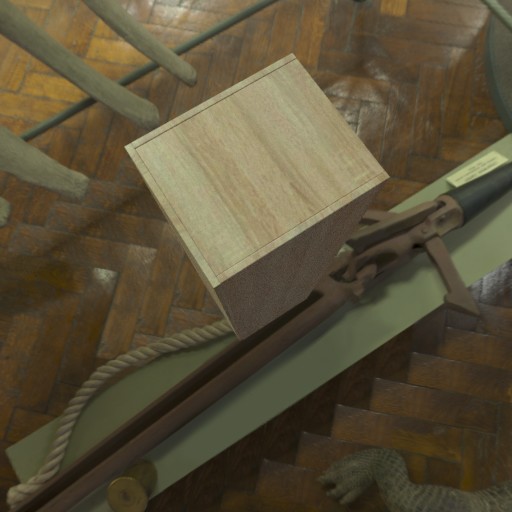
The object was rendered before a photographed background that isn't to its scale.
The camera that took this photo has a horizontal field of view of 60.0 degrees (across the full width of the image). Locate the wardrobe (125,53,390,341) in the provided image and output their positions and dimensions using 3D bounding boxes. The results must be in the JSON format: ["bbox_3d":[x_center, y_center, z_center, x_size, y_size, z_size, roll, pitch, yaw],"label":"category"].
[{"bbox_3d":[0.000,0.000,2.293,0.588,2.117,0.496,-32,78,-8],"label":"wardrobe"}]
